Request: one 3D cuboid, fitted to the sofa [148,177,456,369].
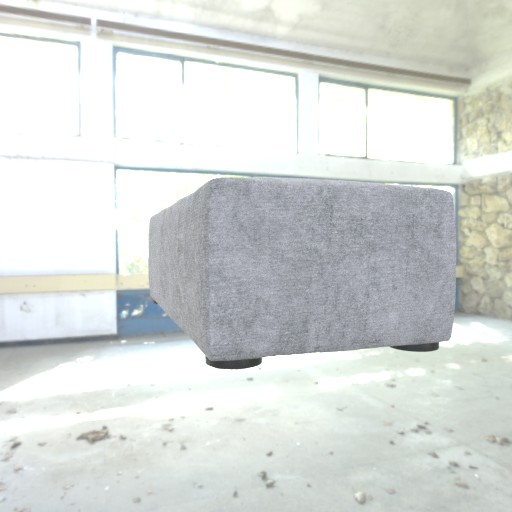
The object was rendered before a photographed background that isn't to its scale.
[{"bbox_3d":[0.000,0.000,1.168,0.480,0.330,0.930,0,1,-19],"label":"sofa"}]
